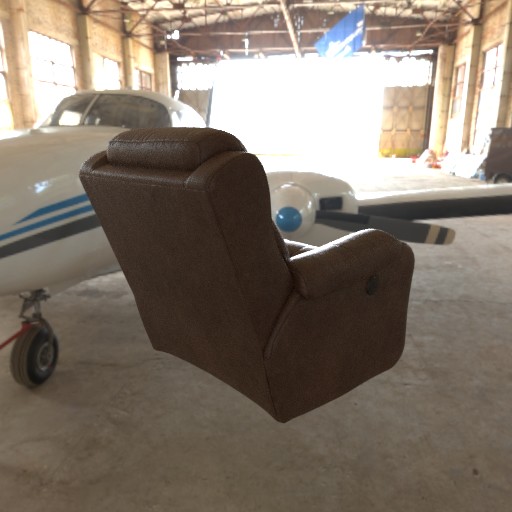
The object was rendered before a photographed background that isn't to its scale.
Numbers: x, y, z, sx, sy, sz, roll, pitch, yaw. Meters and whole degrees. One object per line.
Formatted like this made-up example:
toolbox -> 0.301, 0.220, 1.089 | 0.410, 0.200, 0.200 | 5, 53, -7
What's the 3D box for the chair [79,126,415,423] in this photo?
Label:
chair -> 0.000, 0.000, 1.795 | 0.940, 0.990, 1.067 | 14, 20, 43
